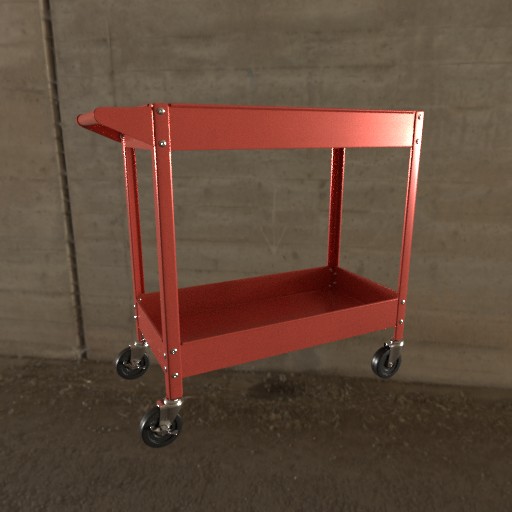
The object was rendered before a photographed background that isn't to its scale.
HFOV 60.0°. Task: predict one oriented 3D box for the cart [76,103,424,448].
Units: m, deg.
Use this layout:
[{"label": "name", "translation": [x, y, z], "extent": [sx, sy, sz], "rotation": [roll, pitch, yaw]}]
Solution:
[{"label": "cart", "translation": [0.000, 0.000, 1.152], "extent": [0.779, 0.719, 0.366], "rotation": [-7, 17, -25]}]
